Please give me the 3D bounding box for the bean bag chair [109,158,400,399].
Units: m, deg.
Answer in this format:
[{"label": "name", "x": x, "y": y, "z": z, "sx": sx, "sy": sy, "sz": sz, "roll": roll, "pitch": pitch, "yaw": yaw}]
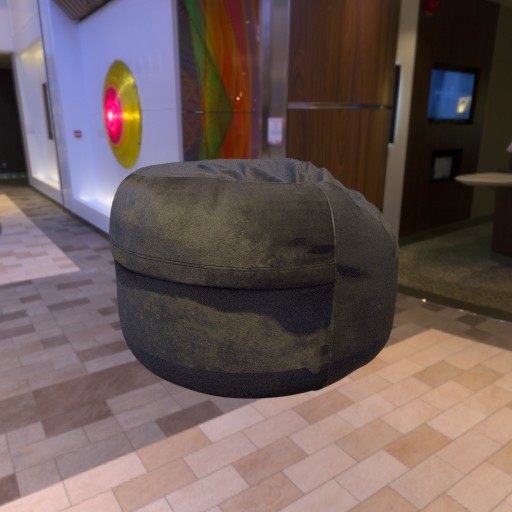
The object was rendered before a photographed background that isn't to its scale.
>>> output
[{"label": "bean bag chair", "x": 0.000, "y": 0.000, "z": 1.484, "sx": 0.918, "sy": 0.605, "sz": 0.918, "roll": 0, "pitch": 17, "yaw": 0}]
